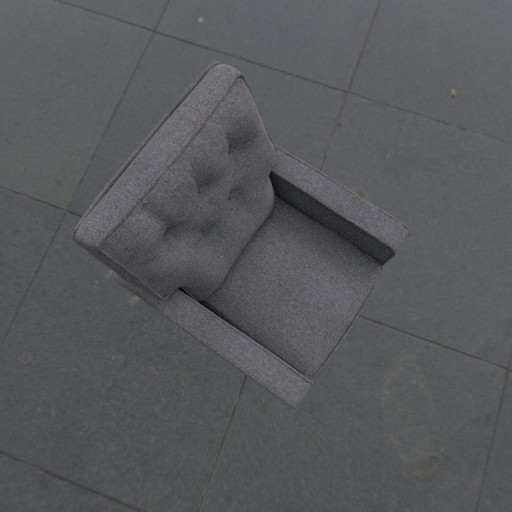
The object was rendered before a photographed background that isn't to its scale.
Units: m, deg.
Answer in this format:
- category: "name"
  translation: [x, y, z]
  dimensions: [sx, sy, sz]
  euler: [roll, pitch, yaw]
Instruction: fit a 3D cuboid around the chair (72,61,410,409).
- category: "chair"
  translation: [0.000, 0.000, 1.439]
  dimensions: [0.775, 0.889, 0.650]
  euler: [34, 78, 8]
